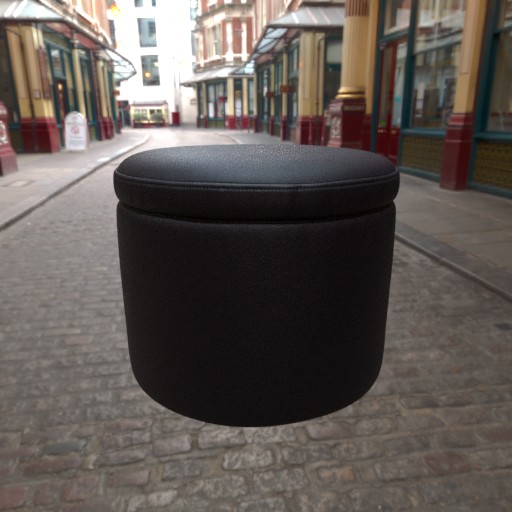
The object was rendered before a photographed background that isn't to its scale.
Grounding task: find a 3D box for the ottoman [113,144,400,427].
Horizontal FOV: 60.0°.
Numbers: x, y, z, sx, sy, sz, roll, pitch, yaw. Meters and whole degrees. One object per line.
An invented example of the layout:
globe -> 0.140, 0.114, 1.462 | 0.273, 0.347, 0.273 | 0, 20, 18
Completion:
ottoman -> 0.000, 0.000, 0.852 | 0.501, 0.409, 0.501 | 0, 17, 0
